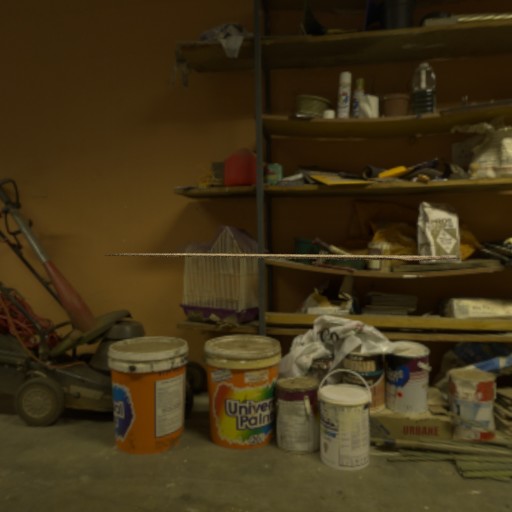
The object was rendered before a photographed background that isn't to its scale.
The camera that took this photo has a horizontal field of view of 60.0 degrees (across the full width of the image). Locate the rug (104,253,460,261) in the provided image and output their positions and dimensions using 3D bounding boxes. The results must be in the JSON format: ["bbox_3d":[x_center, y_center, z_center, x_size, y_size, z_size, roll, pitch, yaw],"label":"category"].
[{"bbox_3d":[0.000,0.000,2.841,1.324,0.018,2.378,-1,1,-36],"label":"rug"}]
